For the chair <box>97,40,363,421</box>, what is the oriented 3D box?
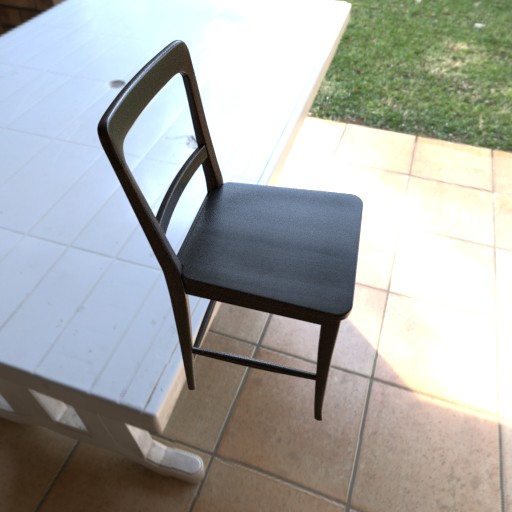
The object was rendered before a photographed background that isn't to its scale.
[{"bbox_3d":[0.000,0.000,1.254,0.546,0.991,0.450,10,48,9],"label":"chair"}]
